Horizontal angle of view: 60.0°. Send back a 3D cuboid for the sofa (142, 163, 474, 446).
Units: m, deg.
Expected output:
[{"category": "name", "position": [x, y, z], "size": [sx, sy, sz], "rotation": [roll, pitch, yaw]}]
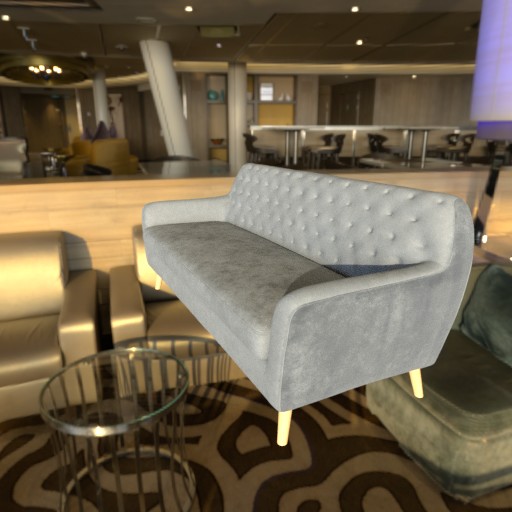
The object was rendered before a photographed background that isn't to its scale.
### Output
[{"category": "sofa", "position": [0.000, 0.000, 2.329], "size": [0.841, 0.832, 1.975], "rotation": [-8, 18, -25]}]
